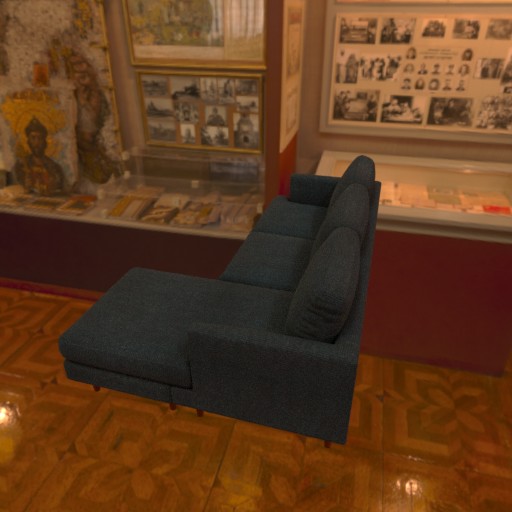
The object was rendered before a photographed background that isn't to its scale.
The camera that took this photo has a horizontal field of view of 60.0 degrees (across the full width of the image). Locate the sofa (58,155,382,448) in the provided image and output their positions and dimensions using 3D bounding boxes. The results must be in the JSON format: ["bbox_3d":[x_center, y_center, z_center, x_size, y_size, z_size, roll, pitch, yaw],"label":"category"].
[{"bbox_3d":[0.000,0.000,3.000,1.504,0.956,2.233,8,31,14],"label":"sofa"}]
